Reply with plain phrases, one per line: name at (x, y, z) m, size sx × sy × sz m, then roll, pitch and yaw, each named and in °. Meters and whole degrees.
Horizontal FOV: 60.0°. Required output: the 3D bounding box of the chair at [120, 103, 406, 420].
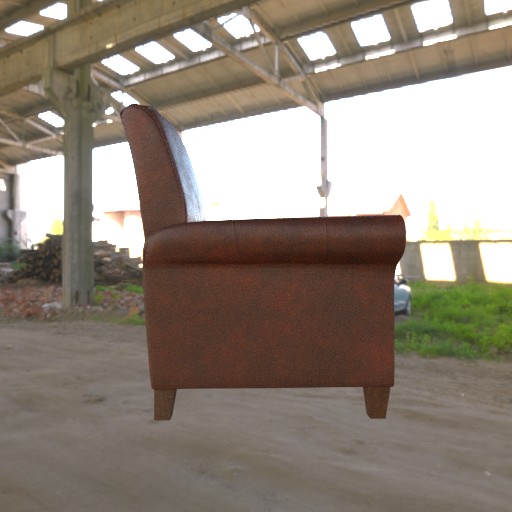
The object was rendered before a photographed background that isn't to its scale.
chair at (0.000, 0.000, 1.781) m, size 0.902 × 1.061 × 0.978 m, roll 0°, pitch -1°, yaw -1°
